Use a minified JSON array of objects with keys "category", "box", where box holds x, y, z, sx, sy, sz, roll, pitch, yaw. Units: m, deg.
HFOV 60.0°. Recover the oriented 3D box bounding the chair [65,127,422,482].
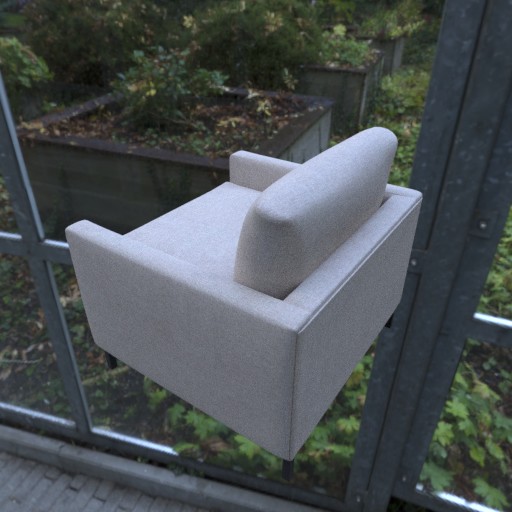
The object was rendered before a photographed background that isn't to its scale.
[{"category":"chair","box":[0.000,0.000,1.611,0.866,0.861,0.963,20,37,29]}]
